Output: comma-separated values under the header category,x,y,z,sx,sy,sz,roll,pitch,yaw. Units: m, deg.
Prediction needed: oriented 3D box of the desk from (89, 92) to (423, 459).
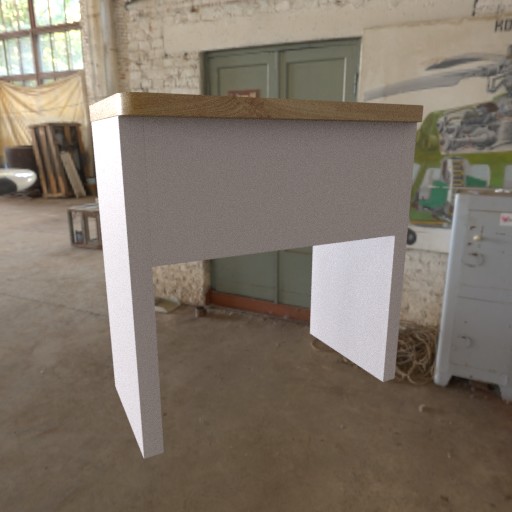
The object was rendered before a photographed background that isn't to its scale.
category,x,y,z,sx,sy,sz,roll,pitch,yaw
desk,0.000,0.000,1.231,0.760,0.790,0.440,-8,17,-26
